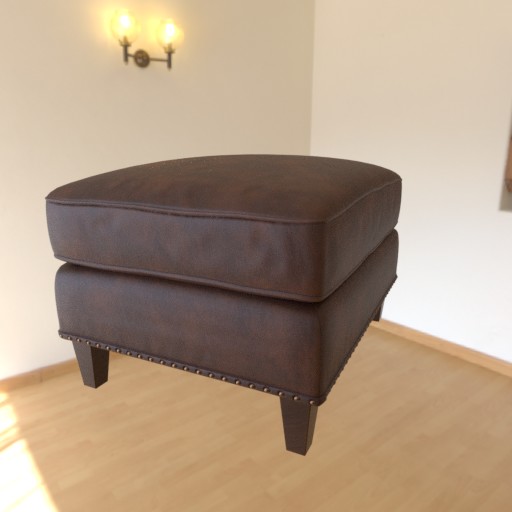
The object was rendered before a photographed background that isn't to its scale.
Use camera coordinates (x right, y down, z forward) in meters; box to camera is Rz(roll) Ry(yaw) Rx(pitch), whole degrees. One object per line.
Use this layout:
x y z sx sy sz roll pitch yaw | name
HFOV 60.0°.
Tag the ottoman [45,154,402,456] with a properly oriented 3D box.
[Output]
0.000 0.000 1.091 0.586 0.486 0.742 7 17 25 | ottoman
